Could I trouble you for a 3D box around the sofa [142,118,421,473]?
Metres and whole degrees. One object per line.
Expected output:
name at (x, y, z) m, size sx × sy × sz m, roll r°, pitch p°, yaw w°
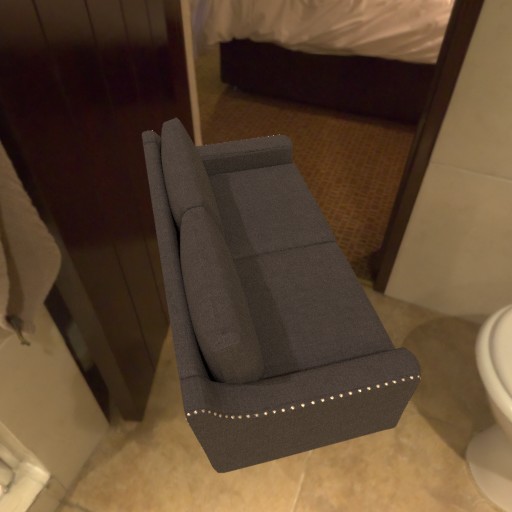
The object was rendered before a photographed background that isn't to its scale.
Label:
sofa at (0.000, 0.000, 3.282) m, size 1.336 × 1.196 × 2.550 m, roll -11°, pitch 47°, yaw -10°
